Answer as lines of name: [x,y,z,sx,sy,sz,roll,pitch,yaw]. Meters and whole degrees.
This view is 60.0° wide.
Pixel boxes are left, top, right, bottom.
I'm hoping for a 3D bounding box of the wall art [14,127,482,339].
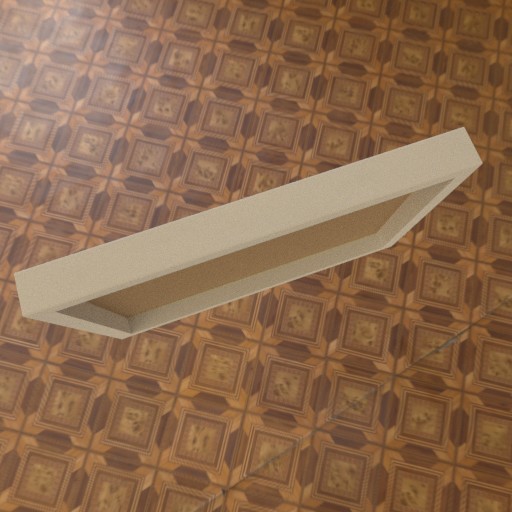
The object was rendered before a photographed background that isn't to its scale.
wall art: [0.000,0.000,0.477,0.384,0.254,0.039,-18,76,-5]
